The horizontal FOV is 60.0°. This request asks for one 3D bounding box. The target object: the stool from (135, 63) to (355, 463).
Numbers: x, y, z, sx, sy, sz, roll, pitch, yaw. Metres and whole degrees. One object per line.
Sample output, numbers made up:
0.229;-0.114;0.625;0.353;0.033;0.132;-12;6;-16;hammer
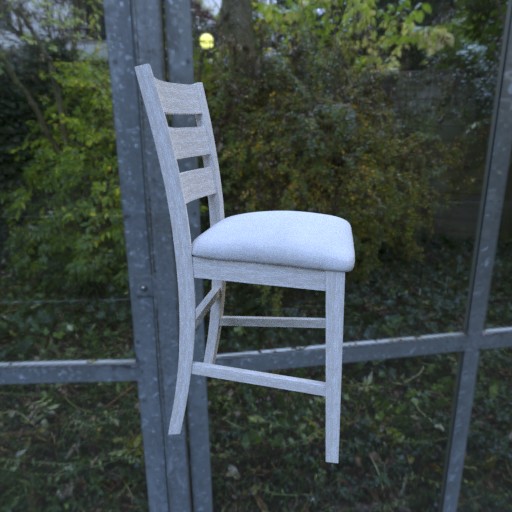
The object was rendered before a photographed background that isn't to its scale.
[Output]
0.000;0.000;1.344;0.569;1.032;0.484;3;16;10;stool
